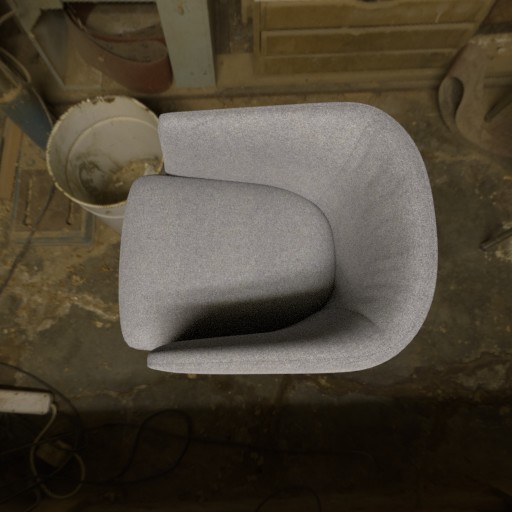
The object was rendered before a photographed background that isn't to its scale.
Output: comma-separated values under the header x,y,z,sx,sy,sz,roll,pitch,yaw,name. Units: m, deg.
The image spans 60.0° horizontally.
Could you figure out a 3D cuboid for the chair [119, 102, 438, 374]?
x,y,z,sx,sy,sz,roll,pitch,yaw,name
0.000,0.000,1.612,0.986,0.861,0.822,-1,76,0,chair
